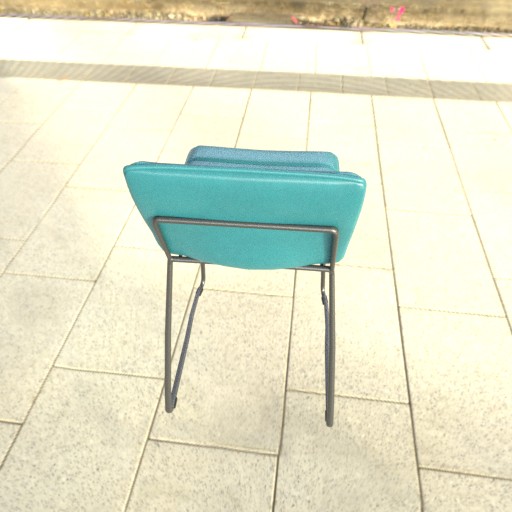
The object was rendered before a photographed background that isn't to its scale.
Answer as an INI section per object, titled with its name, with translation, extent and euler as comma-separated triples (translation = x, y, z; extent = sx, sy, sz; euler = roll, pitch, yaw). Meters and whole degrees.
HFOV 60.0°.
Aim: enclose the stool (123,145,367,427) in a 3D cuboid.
[stool]
translation = 0.000, 0.000, 1.154
extent = 0.489, 0.866, 0.524
euler = 4, 46, 4
